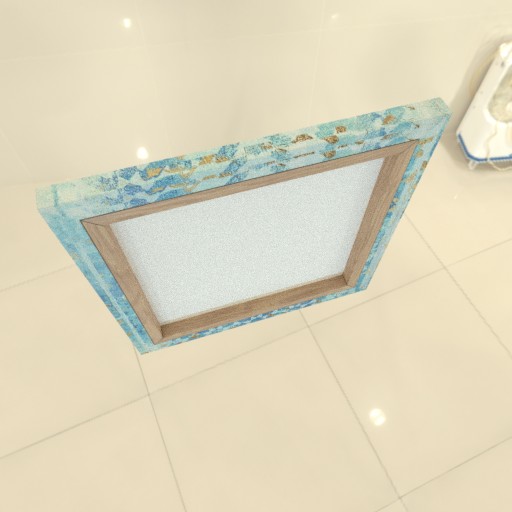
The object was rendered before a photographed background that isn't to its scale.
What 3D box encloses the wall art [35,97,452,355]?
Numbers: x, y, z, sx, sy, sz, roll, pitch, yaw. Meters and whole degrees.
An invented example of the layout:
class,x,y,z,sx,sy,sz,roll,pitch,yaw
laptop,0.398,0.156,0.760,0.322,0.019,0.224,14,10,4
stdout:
class,x,y,z,sx,sy,sz,roll,pitch,yaw
wall art,0.000,0.000,0.894,0.609,0.609,0.040,-15,61,-8
